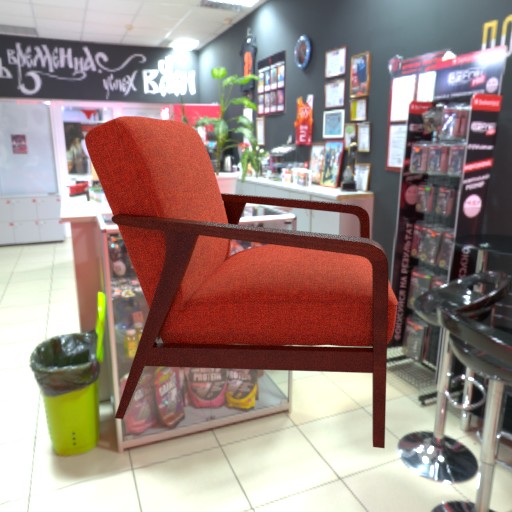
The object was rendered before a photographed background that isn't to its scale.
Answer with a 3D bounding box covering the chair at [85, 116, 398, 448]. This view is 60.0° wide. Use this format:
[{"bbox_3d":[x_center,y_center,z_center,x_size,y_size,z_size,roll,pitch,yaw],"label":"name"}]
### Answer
[{"bbox_3d":[0.000,0.000,1.491,0.860,0.890,0.719,2,14,10],"label":"chair"}]
